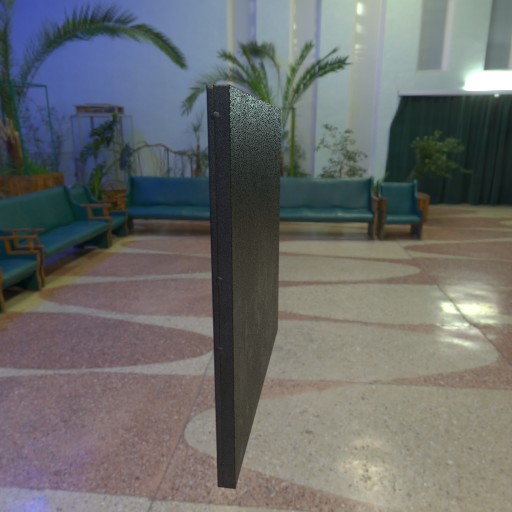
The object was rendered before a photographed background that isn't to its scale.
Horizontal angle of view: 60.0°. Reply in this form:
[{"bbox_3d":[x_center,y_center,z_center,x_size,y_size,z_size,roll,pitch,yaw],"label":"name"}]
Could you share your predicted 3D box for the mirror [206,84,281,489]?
[{"bbox_3d":[0.000,0.000,0.576,0.020,0.381,0.382,2,16,9],"label":"mirror"}]
